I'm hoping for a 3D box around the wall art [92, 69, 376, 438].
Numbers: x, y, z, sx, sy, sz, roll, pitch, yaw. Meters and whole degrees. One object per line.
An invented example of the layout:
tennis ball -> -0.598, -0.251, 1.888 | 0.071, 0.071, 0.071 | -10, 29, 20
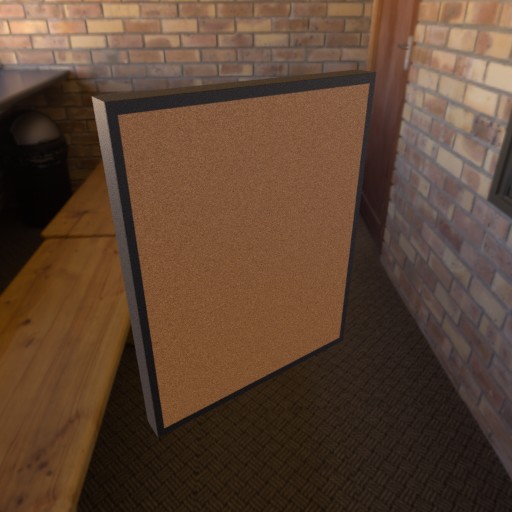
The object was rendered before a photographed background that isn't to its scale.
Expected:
wall art -> 0.000, 0.000, 0.501 | 0.294, 0.369, 0.030 | -19, 35, -30
